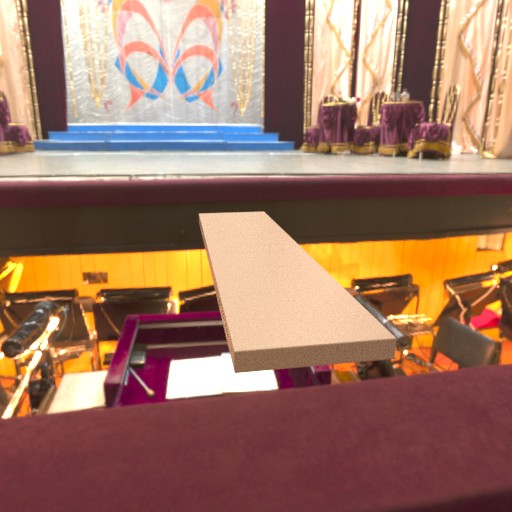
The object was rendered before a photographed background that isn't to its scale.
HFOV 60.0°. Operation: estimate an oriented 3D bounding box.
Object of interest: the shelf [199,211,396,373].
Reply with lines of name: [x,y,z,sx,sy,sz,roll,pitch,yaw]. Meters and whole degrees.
shelf: [0.000,0.000,0.659,0.140,0.020,0.610,-3,16,-9]
